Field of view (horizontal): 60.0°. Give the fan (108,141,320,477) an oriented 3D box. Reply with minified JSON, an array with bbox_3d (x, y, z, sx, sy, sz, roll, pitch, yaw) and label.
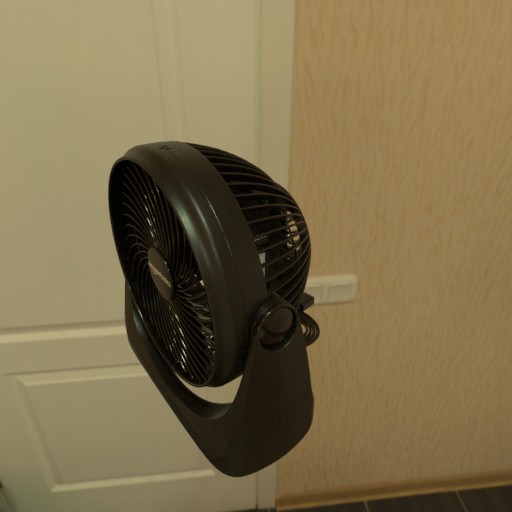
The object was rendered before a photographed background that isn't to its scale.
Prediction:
[{"bbox_3d":[0.000,0.000,0.485,0.256,0.277,0.273,-20,37,-30],"label":"fan"}]
